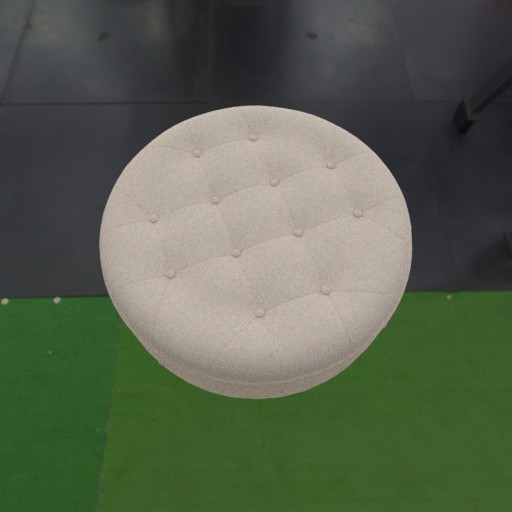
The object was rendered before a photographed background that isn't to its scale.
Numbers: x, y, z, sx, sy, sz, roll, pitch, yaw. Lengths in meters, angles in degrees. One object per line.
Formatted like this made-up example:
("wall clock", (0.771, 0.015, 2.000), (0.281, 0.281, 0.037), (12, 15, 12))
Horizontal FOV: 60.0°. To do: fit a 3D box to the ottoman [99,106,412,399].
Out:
("ottoman", (0.000, 0.000, 1.371), (0.848, 0.494, 0.848), (0, 63, 0))
